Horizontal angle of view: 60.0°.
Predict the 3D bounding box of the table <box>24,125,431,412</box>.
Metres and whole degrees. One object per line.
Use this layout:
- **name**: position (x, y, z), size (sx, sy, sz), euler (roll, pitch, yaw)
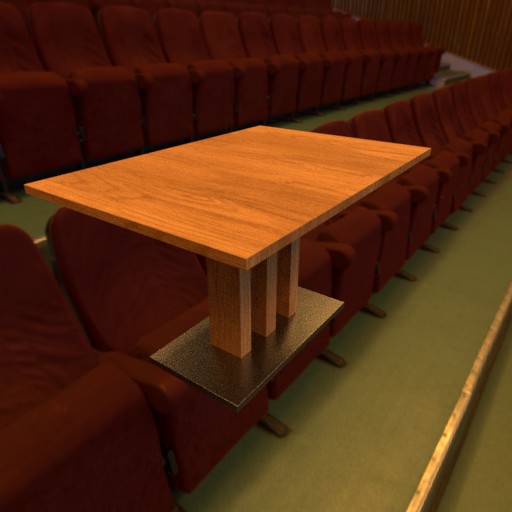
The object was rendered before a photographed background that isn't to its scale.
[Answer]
- **table**: position (0.000, 0.000, 1.827), size (0.900, 0.770, 1.300), euler (18, 32, 32)
